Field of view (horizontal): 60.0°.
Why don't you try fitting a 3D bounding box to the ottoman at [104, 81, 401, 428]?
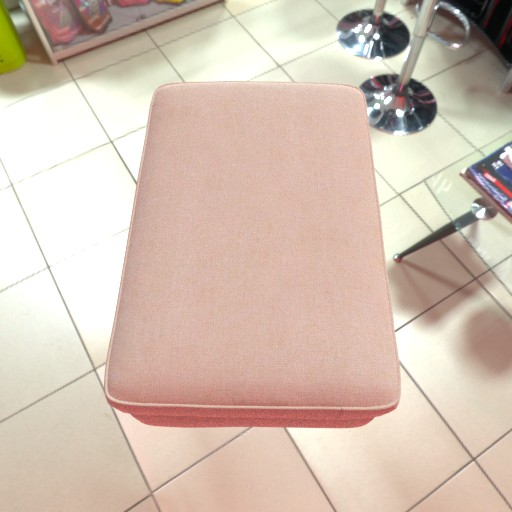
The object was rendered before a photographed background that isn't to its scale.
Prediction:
[{"bbox_3d":[0.000,0.000,1.194,0.583,0.484,0.862,1,63,0],"label":"ottoman"}]
